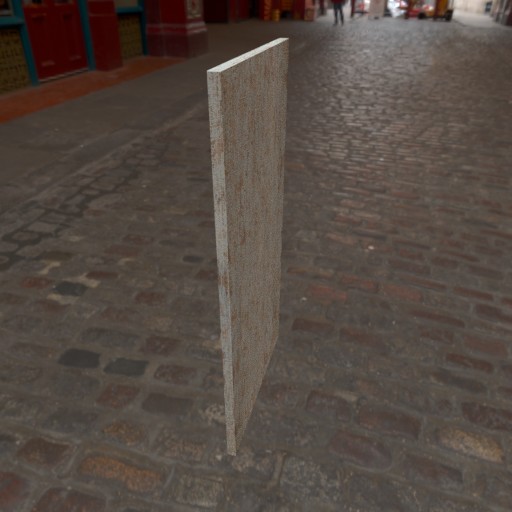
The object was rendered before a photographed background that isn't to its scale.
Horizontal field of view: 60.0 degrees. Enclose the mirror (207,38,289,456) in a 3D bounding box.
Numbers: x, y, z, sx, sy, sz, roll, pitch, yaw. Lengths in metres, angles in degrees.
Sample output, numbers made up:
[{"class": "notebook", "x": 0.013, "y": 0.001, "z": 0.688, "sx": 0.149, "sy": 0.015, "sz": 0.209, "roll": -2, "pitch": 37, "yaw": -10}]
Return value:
[{"class": "mirror", "x": 0.000, "y": 0.000, "z": 1.090, "sx": 0.027, "sy": 0.922, "sz": 0.472, "roll": 9, "pitch": 33, "yaw": 13}]
